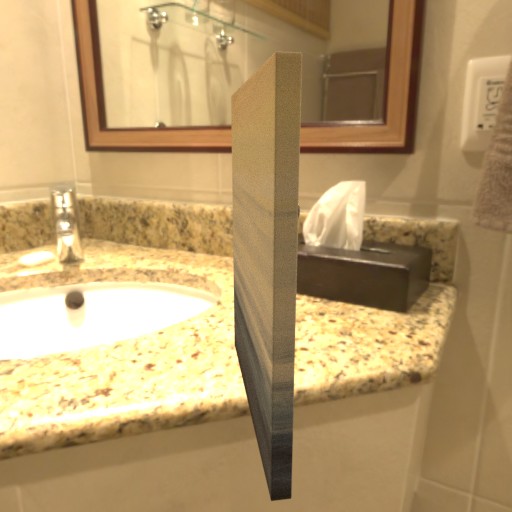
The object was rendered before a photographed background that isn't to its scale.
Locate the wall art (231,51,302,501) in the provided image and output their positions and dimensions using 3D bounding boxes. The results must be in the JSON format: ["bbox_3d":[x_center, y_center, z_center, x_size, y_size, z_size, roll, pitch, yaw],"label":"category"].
[{"bbox_3d":[0.000,0.000,0.959,0.041,0.710,0.608,-2,15,-8],"label":"wall art"}]
